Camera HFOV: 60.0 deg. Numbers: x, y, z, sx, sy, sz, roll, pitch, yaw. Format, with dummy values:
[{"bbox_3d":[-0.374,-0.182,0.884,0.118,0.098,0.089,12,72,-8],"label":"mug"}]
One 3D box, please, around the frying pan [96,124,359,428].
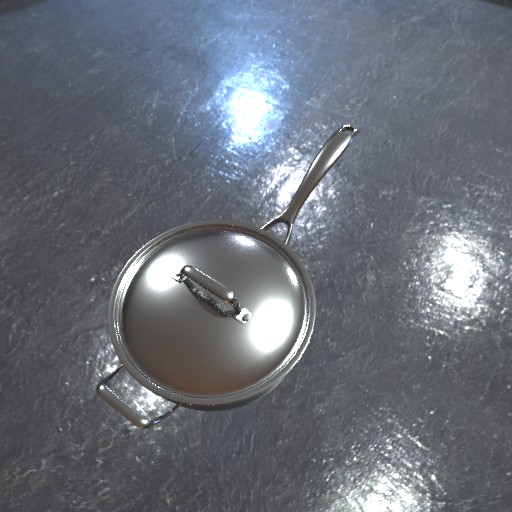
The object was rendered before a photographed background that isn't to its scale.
[{"bbox_3d":[0.000,0.000,0.577,0.245,0.111,0.492,31,61,19],"label":"frying pan"}]
